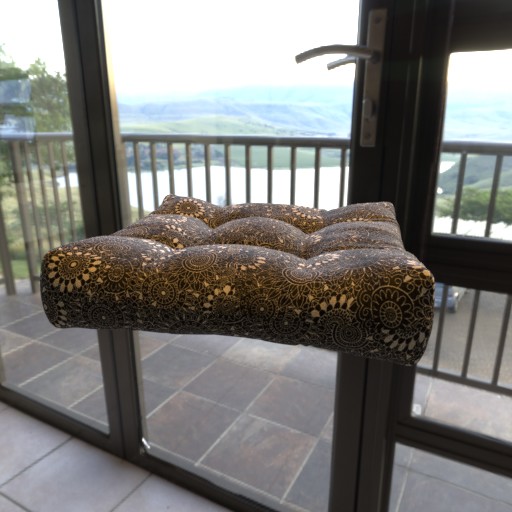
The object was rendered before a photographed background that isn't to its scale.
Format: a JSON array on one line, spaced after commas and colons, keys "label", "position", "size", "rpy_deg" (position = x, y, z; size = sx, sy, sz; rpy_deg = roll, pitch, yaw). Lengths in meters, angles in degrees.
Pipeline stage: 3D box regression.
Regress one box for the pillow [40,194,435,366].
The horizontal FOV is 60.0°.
[{"label": "pillow", "position": [0.000, 0.000, 0.729], "size": [0.490, 0.128, 0.468], "rpy_deg": [3, 17, 10]}]
